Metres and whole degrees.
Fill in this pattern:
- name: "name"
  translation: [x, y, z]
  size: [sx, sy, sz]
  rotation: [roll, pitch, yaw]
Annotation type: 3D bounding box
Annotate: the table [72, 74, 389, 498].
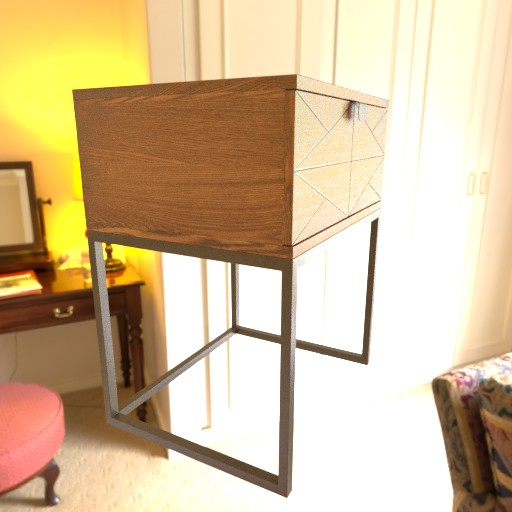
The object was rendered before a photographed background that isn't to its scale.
- name: "table"
  translation: [0.000, 0.000, 0.891]
  size: [0.400, 0.610, 0.482]
  rotation: [8, 17, 28]
